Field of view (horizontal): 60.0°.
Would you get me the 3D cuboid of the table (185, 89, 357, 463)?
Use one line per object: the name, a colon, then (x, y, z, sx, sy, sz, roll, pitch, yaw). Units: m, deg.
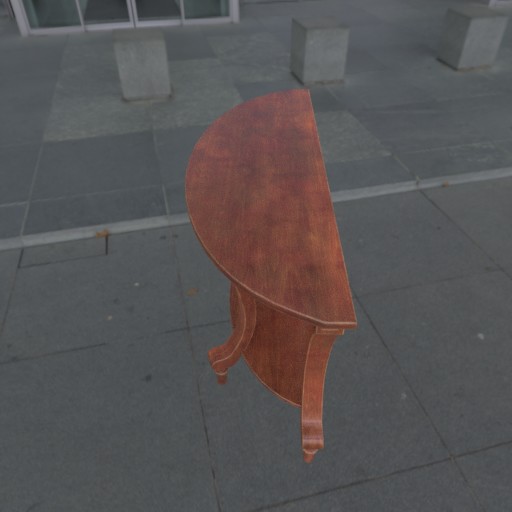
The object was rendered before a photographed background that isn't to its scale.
table: (0.000, 0.000, 1.506, 0.394, 0.699, 1.198, 1, 41, 1)
